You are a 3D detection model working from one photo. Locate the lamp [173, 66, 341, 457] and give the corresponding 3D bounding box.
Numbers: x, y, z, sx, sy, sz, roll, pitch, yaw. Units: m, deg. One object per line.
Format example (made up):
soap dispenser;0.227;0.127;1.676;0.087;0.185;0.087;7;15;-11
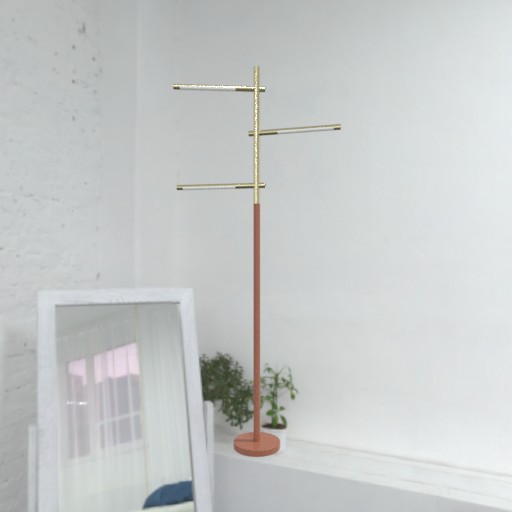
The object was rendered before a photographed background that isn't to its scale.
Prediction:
lamp;0.000;0.000;1.991;0.737;1.704;0.209;0;-1;1
